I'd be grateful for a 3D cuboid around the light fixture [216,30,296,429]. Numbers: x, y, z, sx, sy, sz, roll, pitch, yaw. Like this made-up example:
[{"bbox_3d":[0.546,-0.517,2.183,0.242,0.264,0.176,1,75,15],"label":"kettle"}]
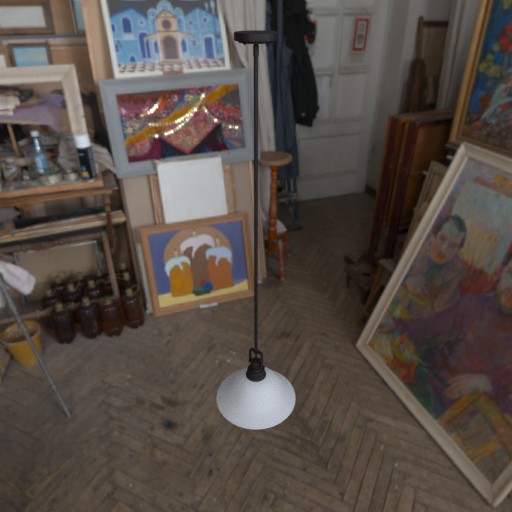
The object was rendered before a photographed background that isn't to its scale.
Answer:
[{"bbox_3d":[0.000,0.000,1.479,0.324,1.337,0.324,18,35,28],"label":"light fixture"}]
